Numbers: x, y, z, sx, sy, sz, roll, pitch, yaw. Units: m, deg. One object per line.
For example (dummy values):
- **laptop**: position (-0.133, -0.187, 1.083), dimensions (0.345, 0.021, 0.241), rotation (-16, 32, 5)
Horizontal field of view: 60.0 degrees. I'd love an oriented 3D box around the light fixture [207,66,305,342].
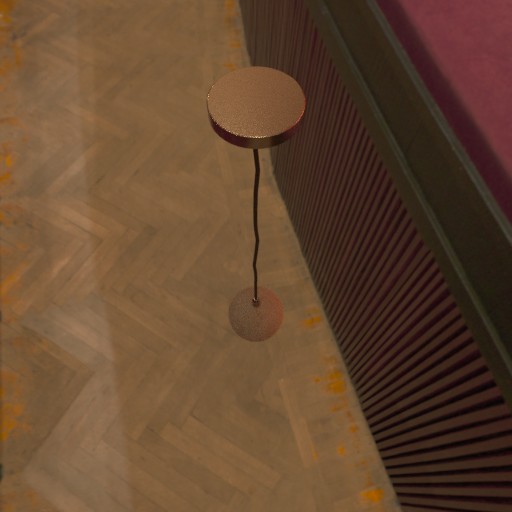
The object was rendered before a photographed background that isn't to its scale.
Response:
- **light fixture**: position (0.000, 0.000, 0.836), dimensions (0.139, 0.764, 0.139), rotation (-13, 64, -7)
